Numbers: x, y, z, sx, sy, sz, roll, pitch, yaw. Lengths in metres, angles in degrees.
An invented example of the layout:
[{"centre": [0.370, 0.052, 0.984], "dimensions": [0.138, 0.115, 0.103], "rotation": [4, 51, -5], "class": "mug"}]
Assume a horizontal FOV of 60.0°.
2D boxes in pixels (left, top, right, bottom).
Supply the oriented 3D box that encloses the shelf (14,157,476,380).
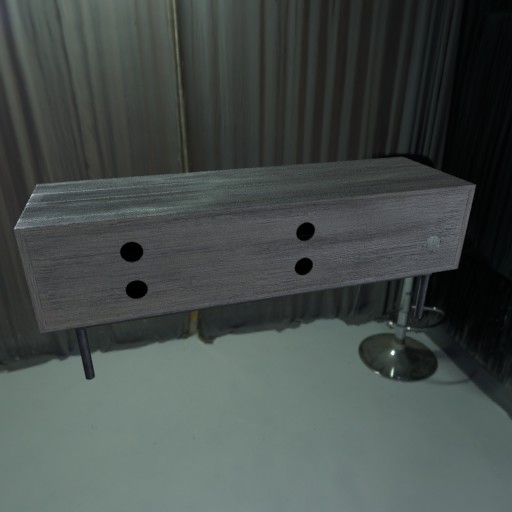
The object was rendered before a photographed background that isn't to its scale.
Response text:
[{"centre": [0.000, 0.000, 1.479], "dimensions": [1.300, 0.495, 0.400], "rotation": [-7, 26, -15], "class": "shelf"}]
